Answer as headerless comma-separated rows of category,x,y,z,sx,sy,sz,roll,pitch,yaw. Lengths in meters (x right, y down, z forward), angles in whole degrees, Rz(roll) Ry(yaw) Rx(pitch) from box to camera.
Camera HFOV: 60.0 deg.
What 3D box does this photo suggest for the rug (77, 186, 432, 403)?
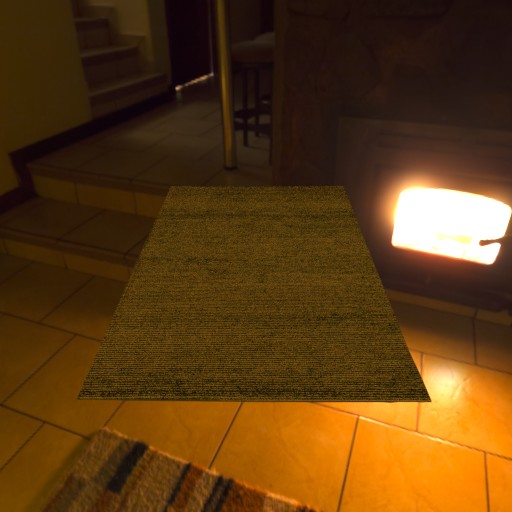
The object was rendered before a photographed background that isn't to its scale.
rug,0.000,0.000,2.174,1.145,0.021,1.777,0,31,1
